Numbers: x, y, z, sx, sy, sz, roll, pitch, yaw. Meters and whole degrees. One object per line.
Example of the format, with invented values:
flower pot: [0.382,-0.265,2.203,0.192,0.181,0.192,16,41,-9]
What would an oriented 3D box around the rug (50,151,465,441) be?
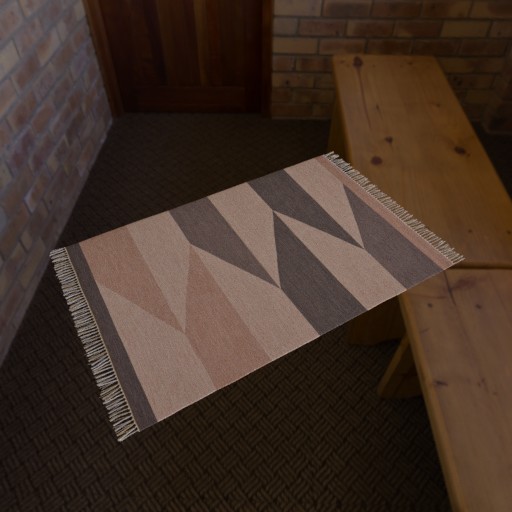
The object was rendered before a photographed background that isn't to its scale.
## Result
rug: [0.000,0.000,2.494,2.021,0.027,1.224,-23,51,-20]
